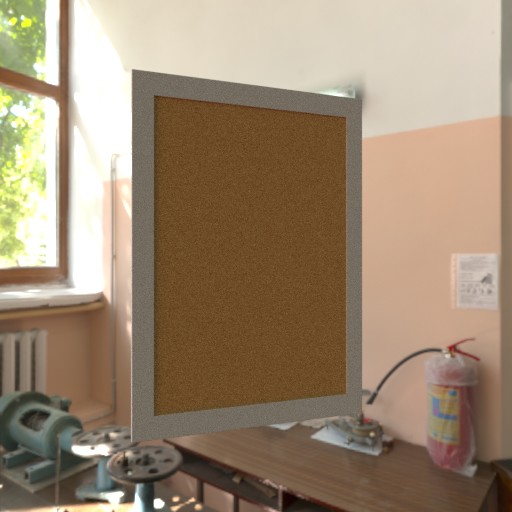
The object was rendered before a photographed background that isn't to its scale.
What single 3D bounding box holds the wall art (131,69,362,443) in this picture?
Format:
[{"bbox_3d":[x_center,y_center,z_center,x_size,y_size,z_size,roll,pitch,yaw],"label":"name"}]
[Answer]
[{"bbox_3d":[0.000,0.000,0.691,0.374,0.529,0.012,0,0,-19],"label":"wall art"}]
